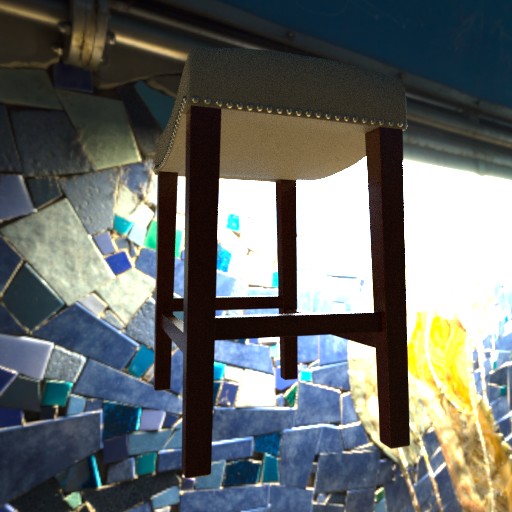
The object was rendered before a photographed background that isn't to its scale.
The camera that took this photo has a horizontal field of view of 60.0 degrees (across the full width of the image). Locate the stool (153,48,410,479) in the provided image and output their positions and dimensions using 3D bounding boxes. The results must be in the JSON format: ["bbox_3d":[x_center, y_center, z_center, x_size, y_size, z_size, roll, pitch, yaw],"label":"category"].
[{"bbox_3d":[0.000,0.000,0.910,0.375,0.632,0.509,1,-2,-18],"label":"stool"}]
